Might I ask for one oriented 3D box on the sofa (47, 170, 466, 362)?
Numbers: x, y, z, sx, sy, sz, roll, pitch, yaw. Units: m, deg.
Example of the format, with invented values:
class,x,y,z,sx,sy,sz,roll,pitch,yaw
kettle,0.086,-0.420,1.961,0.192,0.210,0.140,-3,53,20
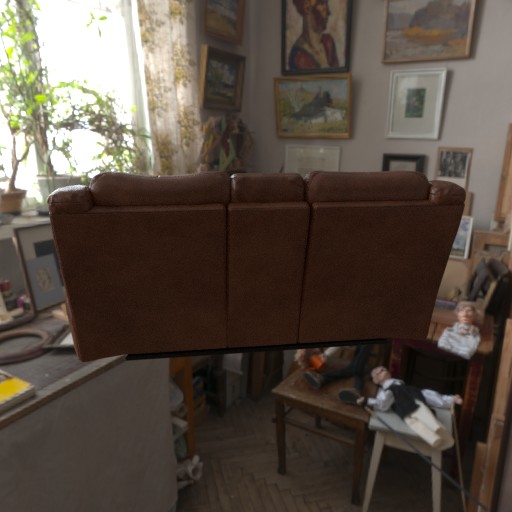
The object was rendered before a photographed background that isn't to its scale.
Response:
class,x,y,z,sx,sy,sz,roll,pitch,yaw
sofa,0.000,0.000,2.578,2.058,1.043,0.991,-2,15,-8
